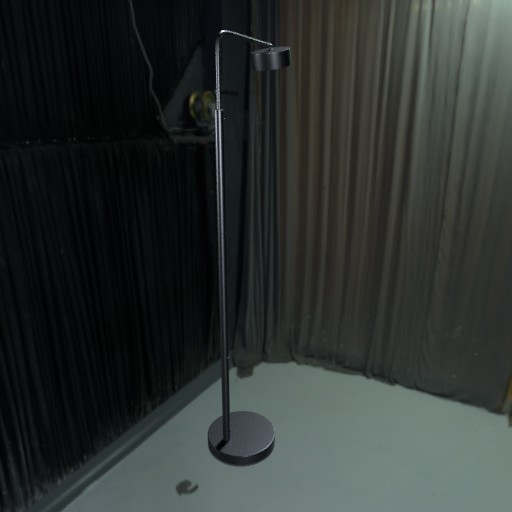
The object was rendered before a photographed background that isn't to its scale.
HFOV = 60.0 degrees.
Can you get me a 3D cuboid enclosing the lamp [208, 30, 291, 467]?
[{"bbox_3d":[0.000,0.000,1.362,0.219,1.230,0.418,9,19,28],"label":"lamp"}]
